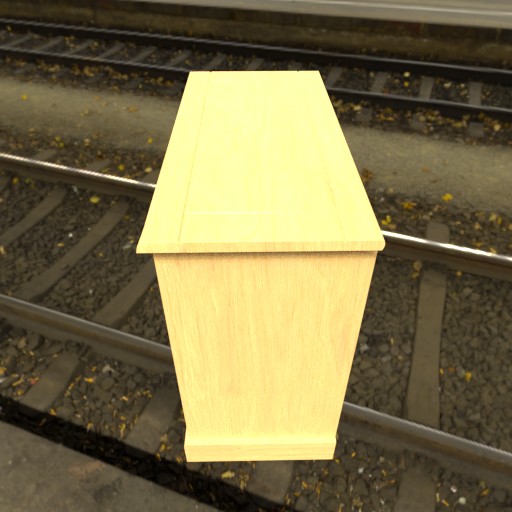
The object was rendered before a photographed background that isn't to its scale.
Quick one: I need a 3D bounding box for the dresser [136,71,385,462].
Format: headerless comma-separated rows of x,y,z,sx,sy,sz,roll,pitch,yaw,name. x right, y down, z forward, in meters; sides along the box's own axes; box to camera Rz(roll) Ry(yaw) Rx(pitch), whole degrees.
0.000,0.000,1.391,0.440,0.835,0.915,-1,40,-1,dresser
